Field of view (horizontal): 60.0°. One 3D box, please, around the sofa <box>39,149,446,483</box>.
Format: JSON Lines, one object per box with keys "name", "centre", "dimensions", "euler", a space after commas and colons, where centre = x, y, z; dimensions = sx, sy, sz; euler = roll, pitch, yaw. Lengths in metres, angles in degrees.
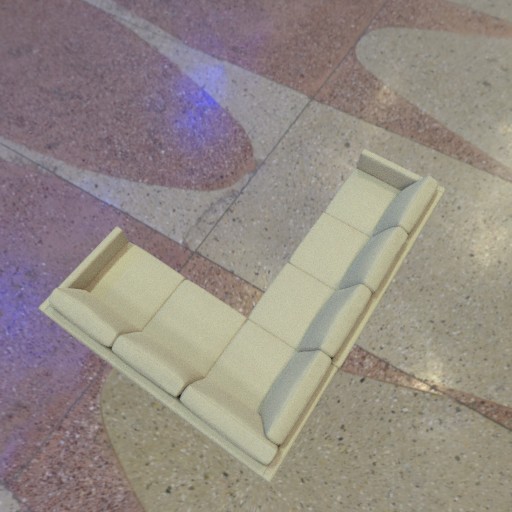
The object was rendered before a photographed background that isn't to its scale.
{"name": "sofa", "centre": [0.000, 0.000, 4.341], "dimensions": [2.432, 0.871, 3.182], "euler": [31, 67, 15]}
